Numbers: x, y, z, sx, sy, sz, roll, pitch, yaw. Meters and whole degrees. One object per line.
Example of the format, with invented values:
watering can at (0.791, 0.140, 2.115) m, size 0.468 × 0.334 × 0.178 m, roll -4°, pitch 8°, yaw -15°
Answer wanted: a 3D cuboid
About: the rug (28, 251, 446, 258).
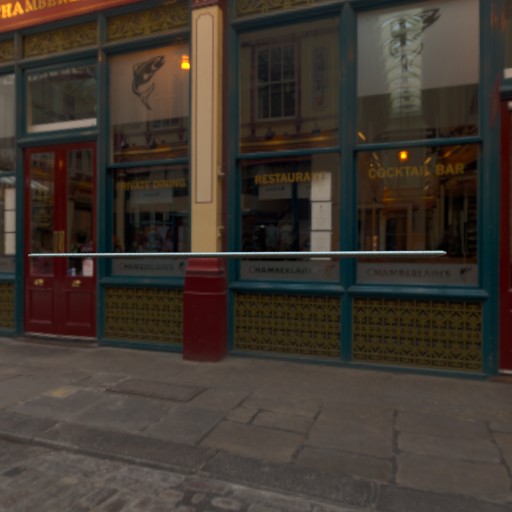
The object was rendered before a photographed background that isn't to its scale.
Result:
rug at (0.000, 0.000, 2.914) m, size 2.205 × 0.014 × 1.589 m, roll 0°, pitch -1°, yaw 20°
